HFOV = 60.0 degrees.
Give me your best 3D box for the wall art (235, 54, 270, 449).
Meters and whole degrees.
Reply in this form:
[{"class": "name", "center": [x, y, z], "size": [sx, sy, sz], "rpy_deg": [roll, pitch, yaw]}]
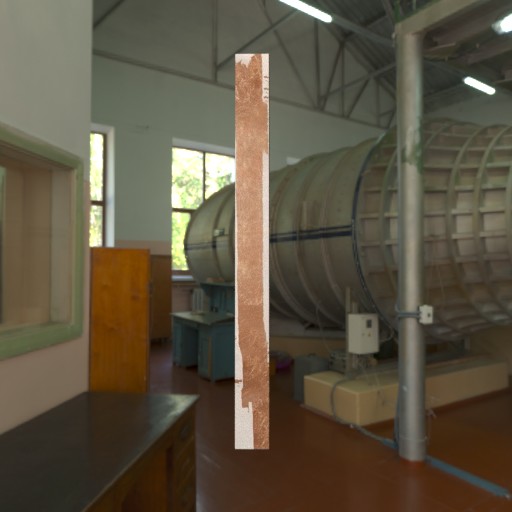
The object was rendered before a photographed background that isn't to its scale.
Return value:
[{"class": "wall art", "center": [0.000, 0.000, 0.758], "size": [0.035, 0.405, 0.609], "rpy_deg": [0, -1, 1]}]
